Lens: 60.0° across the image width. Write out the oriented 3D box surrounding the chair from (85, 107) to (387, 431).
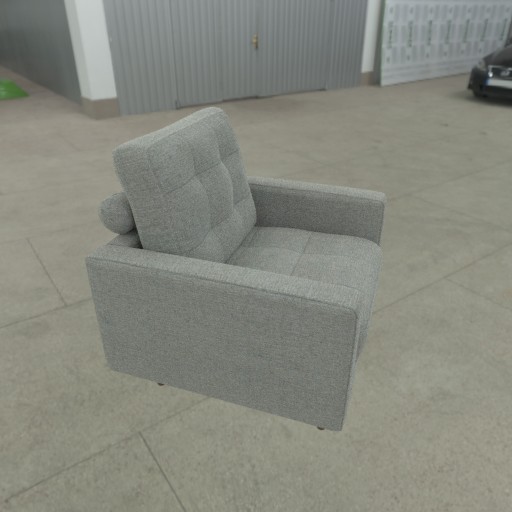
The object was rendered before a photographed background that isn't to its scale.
[{"bbox_3d":[0.000,0.000,1.552,0.843,0.880,0.821,10,31,17],"label":"chair"}]
